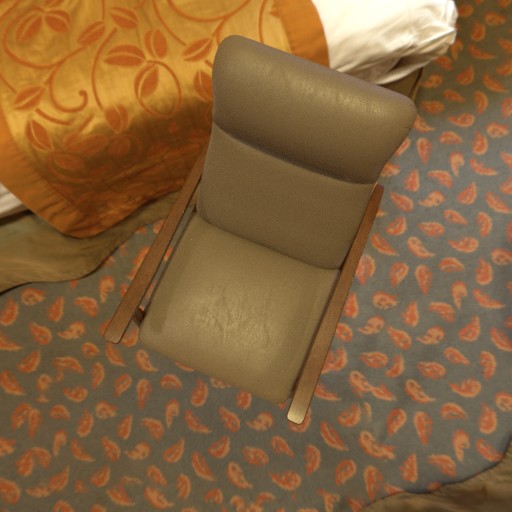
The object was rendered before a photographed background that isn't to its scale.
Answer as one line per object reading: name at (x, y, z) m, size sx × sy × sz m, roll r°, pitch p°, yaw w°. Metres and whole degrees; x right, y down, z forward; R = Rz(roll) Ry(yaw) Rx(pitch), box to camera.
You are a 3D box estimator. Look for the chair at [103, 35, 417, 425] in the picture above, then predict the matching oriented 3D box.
chair at (0.000, 0.000, 1.723) m, size 0.762 × 1.082 × 1.014 m, roll 22°, pitch 78°, yaw 5°
